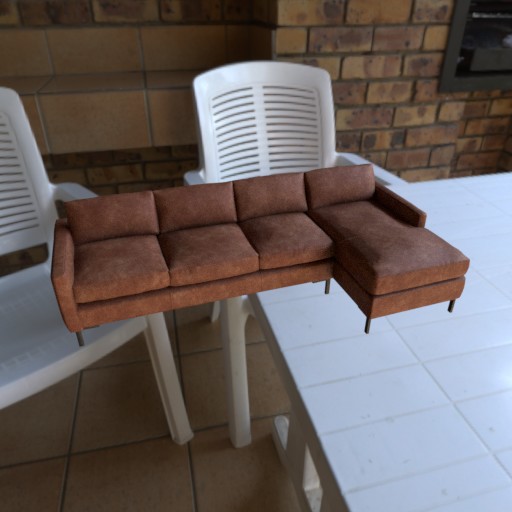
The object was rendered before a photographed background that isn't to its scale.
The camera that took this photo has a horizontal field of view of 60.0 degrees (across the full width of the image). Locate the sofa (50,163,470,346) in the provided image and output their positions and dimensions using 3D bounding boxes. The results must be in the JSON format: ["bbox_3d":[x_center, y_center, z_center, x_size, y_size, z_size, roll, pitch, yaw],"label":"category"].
[{"bbox_3d":[0.000,0.000,3.556,2.993,0.859,1.471,-10,32,-16],"label":"sofa"}]
